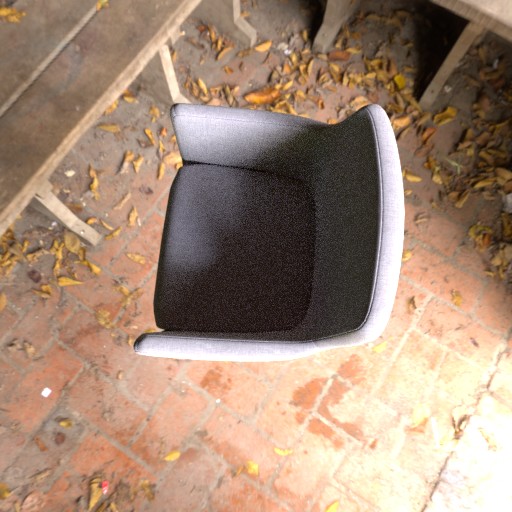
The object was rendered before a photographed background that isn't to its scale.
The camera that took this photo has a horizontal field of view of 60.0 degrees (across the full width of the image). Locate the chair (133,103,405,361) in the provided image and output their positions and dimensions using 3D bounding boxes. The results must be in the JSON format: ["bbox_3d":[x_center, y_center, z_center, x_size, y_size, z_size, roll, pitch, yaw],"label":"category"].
[{"bbox_3d":[0.000,0.000,1.171,0.540,0.780,0.570,5,75,1],"label":"chair"}]
